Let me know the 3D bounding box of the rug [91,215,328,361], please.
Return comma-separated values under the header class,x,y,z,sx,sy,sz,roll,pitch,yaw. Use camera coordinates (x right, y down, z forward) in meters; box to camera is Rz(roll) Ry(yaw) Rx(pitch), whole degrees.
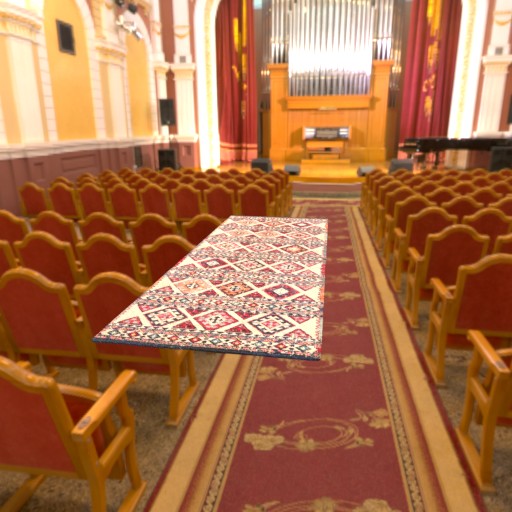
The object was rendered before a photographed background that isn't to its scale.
class,x,y,z,sx,sy,sz,roll,pitch,yaw
rug,0.000,0.000,2.656,0.832,0.008,2.362,3,17,9
